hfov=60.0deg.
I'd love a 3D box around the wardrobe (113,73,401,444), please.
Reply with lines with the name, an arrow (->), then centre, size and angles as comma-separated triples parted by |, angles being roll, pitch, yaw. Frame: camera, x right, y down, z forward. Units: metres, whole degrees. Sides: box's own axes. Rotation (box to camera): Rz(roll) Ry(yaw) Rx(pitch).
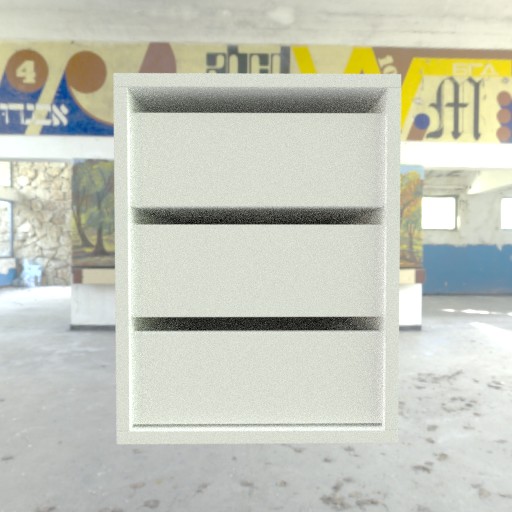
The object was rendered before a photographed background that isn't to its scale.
wardrobe -> 0.000, 0.000, 0.871 | 0.400, 0.520, 0.500 | 0, 2, -1
